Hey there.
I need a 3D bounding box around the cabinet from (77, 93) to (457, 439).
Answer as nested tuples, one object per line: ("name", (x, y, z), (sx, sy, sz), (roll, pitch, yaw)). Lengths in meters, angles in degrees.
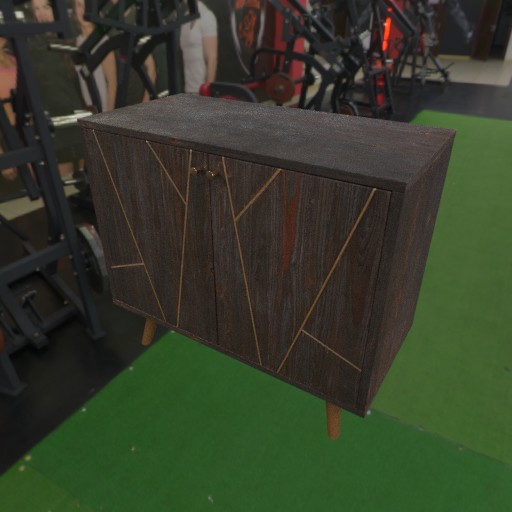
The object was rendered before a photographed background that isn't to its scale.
("cabinet", (0.000, 0.000, 1.535), (1.023, 0.897, 0.529), (18, 35, 28))
